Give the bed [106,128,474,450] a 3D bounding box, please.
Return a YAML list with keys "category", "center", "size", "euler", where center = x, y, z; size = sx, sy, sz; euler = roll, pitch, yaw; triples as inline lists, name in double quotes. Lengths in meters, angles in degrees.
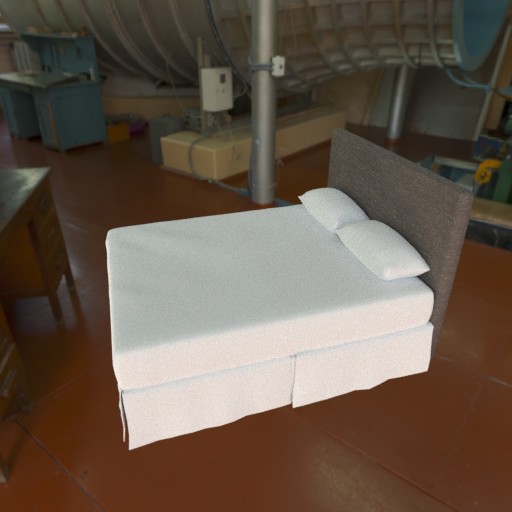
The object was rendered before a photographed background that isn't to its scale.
- category: "bed"
  center: [0.000, 0.000, 3.195]
  size: [2.142, 1.330, 1.723]
  euler: [-9, 30, -15]
